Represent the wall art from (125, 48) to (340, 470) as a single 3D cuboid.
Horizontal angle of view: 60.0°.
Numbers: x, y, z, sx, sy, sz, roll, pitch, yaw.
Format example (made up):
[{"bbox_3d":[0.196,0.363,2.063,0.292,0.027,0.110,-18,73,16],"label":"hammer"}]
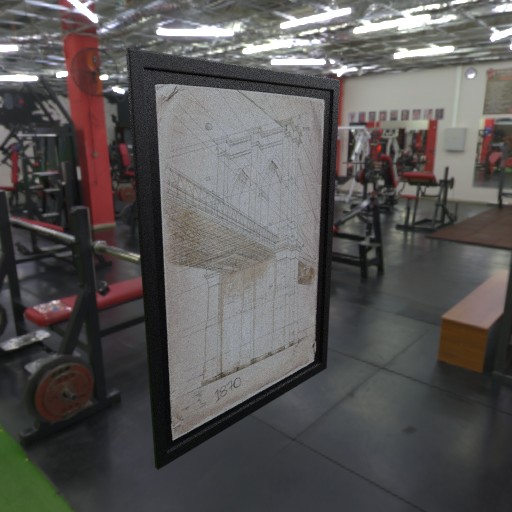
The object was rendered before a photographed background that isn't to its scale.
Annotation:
[{"bbox_3d":[0.000,0.000,1.225,0.013,0.967,0.707,15,21,43],"label":"wall art"}]
